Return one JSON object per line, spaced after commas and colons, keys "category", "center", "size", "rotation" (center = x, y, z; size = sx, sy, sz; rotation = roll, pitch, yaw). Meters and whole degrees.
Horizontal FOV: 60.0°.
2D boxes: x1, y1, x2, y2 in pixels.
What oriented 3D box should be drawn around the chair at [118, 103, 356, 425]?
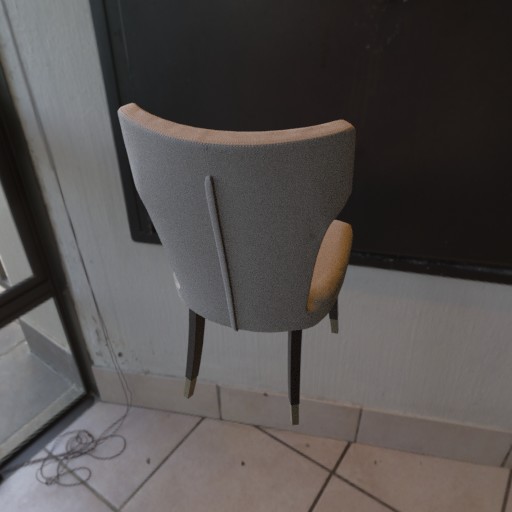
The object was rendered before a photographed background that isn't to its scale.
{"category": "chair", "center": [0.000, 0.000, 1.311], "size": [0.526, 0.950, 0.630], "rotation": [9, 35, 13]}
